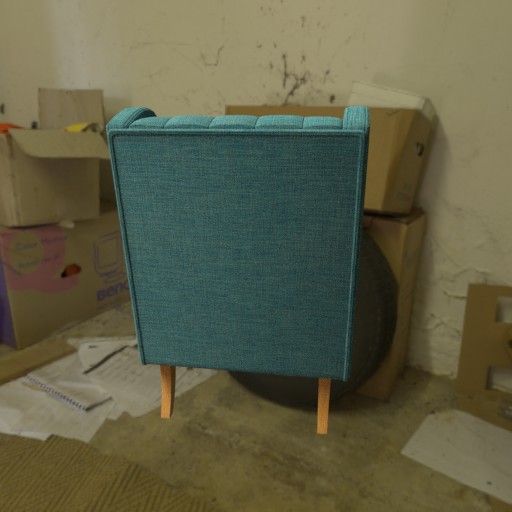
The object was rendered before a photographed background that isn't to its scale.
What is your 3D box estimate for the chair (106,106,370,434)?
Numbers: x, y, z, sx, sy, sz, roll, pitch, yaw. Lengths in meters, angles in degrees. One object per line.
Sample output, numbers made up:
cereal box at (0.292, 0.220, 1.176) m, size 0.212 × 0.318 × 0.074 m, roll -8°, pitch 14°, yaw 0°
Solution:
chair at (0.000, 0.000, 1.508) m, size 0.711 × 0.952 × 0.775 m, roll 3°, pitch 17°, yaw 8°
